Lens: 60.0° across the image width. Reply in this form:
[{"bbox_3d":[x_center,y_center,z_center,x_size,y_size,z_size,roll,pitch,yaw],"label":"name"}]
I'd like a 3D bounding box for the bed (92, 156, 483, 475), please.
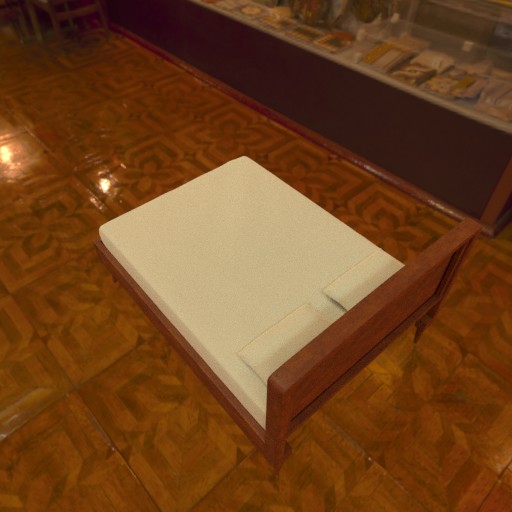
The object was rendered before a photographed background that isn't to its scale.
[{"bbox_3d":[0.000,0.000,3.218,1.587,1.275,2.196,-32,55,-26],"label":"bed"}]
